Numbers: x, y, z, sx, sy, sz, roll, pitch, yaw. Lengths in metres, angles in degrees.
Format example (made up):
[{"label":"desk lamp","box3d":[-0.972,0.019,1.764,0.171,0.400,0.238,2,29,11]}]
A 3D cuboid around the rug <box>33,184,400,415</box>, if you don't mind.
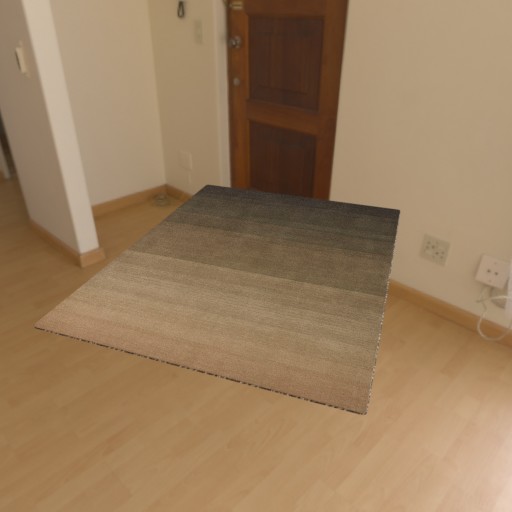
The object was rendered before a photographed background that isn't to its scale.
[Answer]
[{"label":"rug","box3d":[0.000,0.000,3.941,2.306,0.017,2.902,10,32,17]}]
